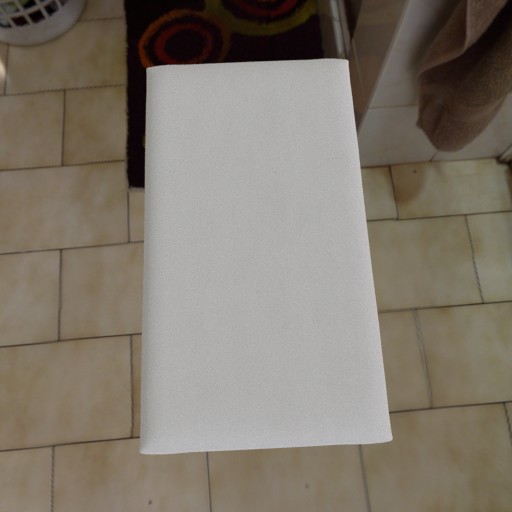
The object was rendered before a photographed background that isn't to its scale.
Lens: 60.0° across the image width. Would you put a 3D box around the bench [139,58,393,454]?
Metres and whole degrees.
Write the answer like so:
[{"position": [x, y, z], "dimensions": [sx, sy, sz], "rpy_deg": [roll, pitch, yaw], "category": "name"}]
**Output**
[{"position": [0.000, 0.000, 1.167], "dimensions": [0.500, 0.449, 0.887], "rpy_deg": [-3, 75, -1], "category": "bench"}]
